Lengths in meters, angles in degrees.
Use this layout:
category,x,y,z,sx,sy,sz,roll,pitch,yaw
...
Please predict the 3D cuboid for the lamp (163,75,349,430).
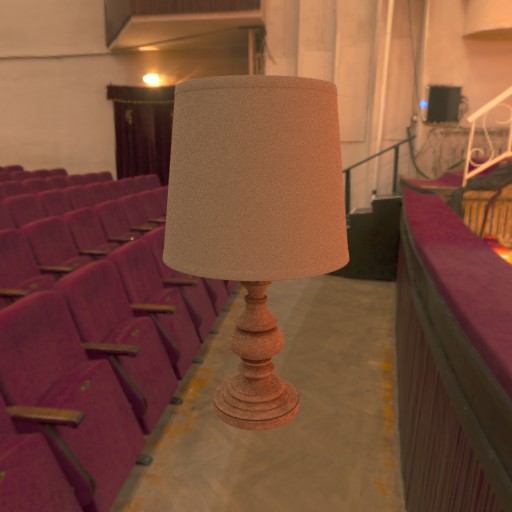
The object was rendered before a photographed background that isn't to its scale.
category,x,y,z,sx,sy,sz,roll,pitch,yaw
lamp,0.000,0.000,0.662,0.273,0.497,0.273,0,14,0
